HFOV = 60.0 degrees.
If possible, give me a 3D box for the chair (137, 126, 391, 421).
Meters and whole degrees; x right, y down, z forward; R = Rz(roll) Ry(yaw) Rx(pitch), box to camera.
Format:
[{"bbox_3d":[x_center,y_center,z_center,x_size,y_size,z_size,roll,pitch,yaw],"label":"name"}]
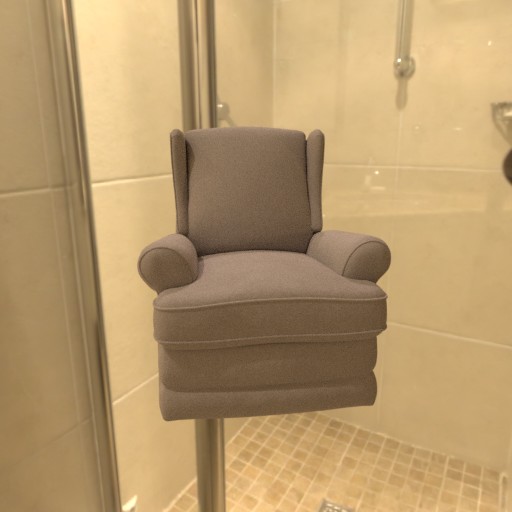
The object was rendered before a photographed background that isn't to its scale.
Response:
[{"bbox_3d":[0.000,0.000,1.770,0.847,1.011,0.969,-2,15,-7],"label":"chair"}]
